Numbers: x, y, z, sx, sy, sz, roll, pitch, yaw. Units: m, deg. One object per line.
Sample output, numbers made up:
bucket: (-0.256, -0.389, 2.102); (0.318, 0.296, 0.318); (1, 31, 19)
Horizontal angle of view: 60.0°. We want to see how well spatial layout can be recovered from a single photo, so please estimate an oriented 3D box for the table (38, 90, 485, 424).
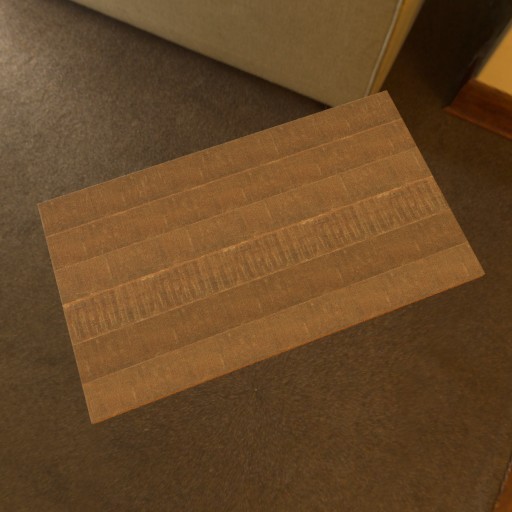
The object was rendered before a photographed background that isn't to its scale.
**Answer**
table: (0.000, 0.000, 1.784); (1.400, 0.440, 0.800); (-20, 74, -6)
